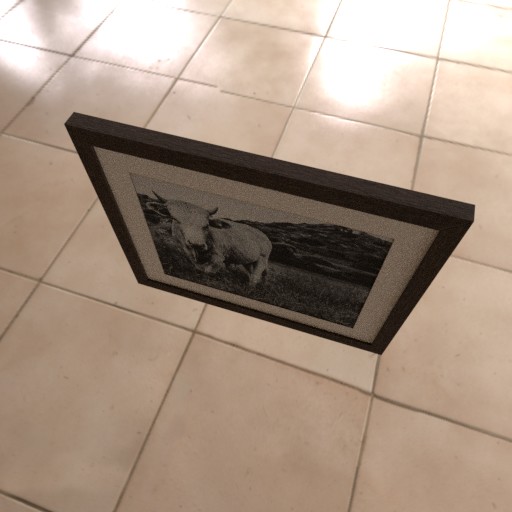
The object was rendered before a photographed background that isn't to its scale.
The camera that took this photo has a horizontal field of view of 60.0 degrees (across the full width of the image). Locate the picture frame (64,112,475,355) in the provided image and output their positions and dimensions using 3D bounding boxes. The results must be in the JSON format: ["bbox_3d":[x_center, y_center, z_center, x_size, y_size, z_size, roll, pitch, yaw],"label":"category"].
[{"bbox_3d":[0.000,0.000,0.764,0.546,0.455,0.026,15,59,9],"label":"picture frame"}]
